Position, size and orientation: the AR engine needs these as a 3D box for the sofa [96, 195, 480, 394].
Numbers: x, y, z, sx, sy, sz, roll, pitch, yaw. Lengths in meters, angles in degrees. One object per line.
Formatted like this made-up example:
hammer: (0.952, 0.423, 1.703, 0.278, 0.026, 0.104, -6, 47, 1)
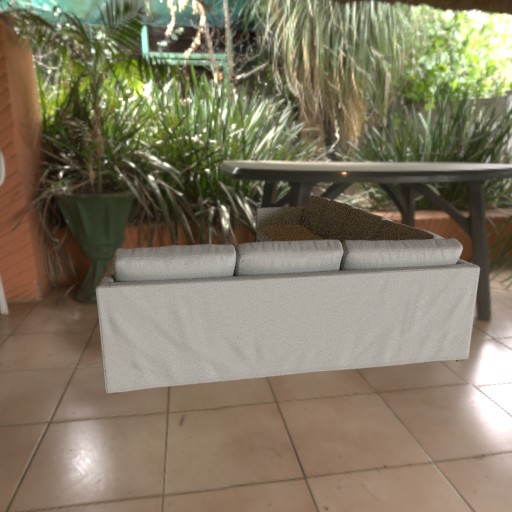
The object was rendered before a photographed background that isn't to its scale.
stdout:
sofa: (0.000, 0.000, 4.250, 2.432, 0.871, 3.182, -3, 14, -10)
